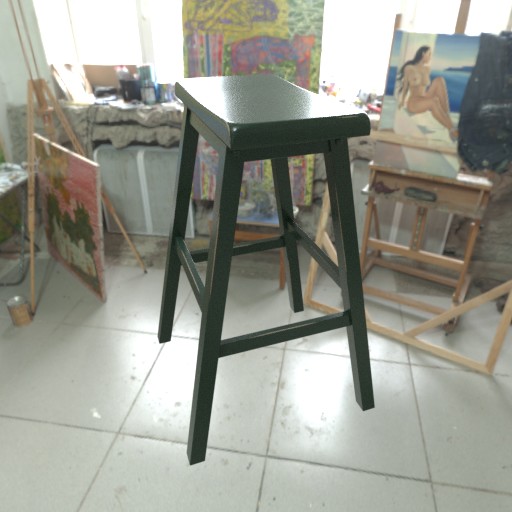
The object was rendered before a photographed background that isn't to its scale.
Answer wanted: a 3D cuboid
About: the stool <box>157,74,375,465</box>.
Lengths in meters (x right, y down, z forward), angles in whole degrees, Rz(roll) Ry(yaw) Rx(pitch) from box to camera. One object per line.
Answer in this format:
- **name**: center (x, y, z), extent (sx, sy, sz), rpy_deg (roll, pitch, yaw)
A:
- **stool**: center (0.000, 0.000, 1.052), extent (0.476, 0.737, 0.457), rpy_deg (-10, 32, -17)
